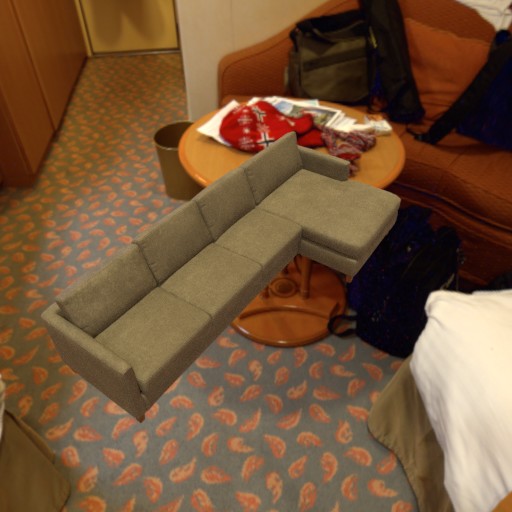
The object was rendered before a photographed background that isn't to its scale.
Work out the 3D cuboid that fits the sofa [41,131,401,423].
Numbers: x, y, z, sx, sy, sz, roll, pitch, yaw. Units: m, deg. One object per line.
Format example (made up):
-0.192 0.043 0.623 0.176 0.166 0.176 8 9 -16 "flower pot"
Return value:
0.000 0.000 4.210 1.604 0.950 3.471 25 47 25 "sofa"
